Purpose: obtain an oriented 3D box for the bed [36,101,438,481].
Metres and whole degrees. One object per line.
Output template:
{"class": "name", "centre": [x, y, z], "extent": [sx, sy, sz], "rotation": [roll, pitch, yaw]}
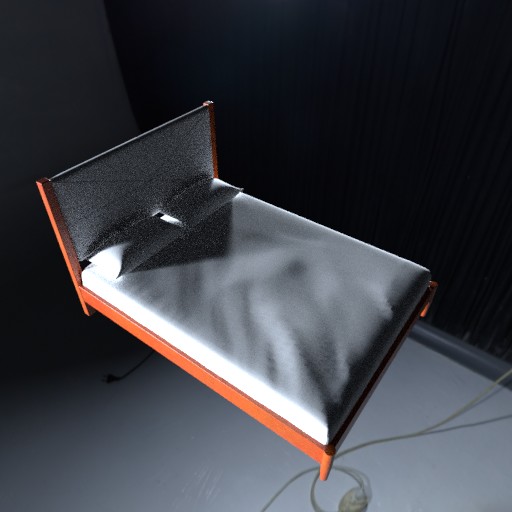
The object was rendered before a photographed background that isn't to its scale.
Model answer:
{"class": "bed", "centre": [0.000, 0.000, 3.017], "extent": [2.117, 1.165, 1.566], "rotation": [26, 47, 27]}
